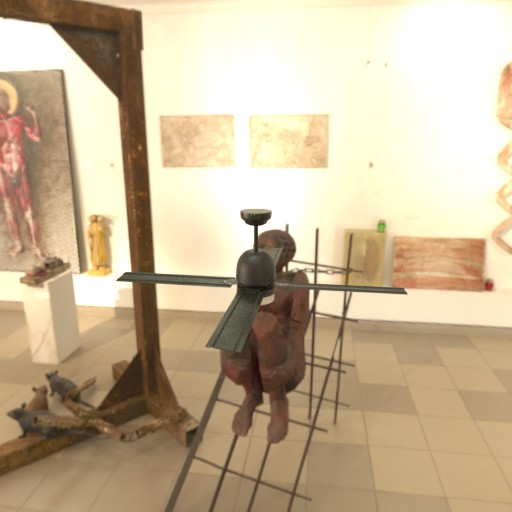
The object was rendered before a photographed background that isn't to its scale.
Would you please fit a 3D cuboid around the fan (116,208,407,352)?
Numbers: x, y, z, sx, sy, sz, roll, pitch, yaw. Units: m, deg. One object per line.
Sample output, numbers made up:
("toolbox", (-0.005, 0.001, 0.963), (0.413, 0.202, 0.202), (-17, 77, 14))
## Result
("fan", (0.000, 0.000, 1.994), (1.319, 0.410, 1.319), (2, 15, 7))
